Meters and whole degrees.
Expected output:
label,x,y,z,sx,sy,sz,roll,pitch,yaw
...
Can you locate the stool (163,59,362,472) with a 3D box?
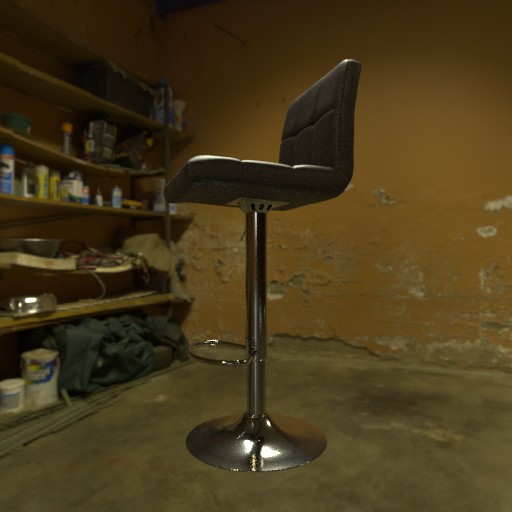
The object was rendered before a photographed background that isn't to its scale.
label,x,y,z,sx,sy,sz,roll,pitch,yaw
stool,0.000,0.000,1.343,0.505,1.115,0.430,0,0,-19
